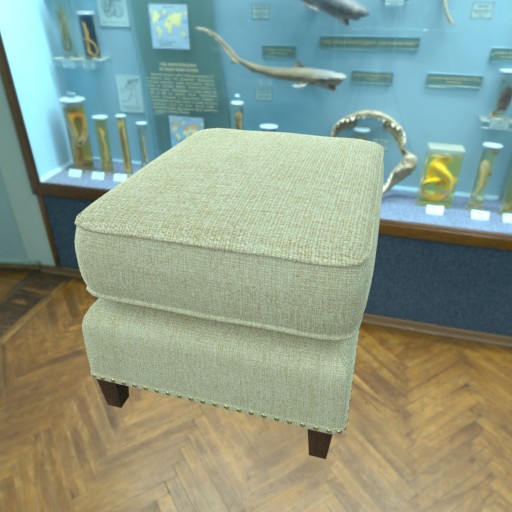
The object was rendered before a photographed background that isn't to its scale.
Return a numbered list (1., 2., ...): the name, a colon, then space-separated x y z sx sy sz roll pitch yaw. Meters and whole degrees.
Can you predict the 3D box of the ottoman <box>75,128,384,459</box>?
1. ottoman: 0.000 0.000 1.157 0.589 0.537 0.738 8 32 14
